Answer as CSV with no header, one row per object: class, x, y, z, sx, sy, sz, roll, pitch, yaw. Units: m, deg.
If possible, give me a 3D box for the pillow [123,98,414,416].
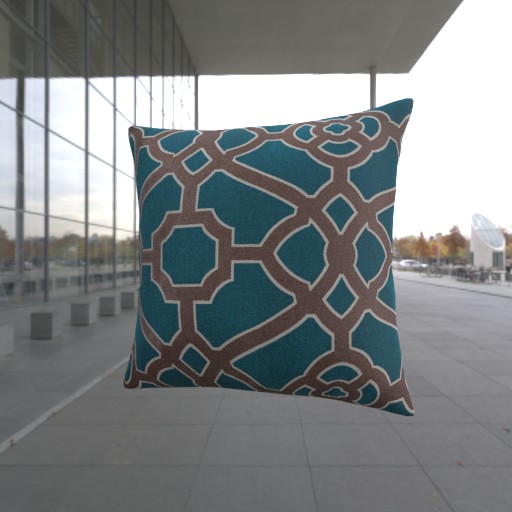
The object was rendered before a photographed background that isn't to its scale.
pillow,0.000,0.000,0.781,0.526,0.507,0.166,0,0,17
